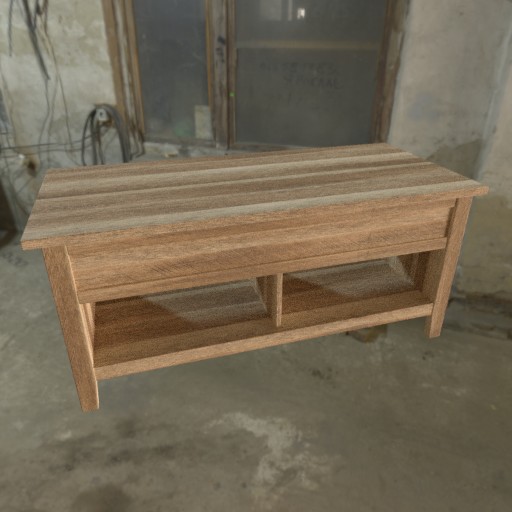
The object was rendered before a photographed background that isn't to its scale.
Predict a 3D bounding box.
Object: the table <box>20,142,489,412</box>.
[{"bbox_3d":[0.000,0.000,1.311,1.095,0.480,0.493,-8,29,-15],"label":"table"}]
